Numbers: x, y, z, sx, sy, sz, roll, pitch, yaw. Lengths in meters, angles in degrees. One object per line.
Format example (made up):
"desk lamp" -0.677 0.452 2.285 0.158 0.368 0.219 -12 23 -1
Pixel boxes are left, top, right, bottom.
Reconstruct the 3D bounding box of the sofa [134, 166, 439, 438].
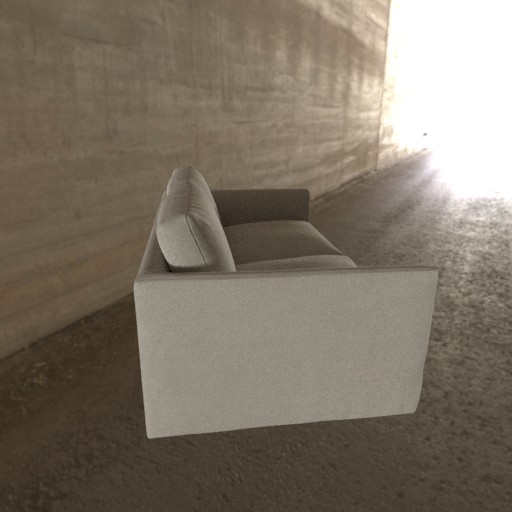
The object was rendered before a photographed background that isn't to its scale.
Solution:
"sofa" 0.000 0.000 2.474 1.091 0.839 1.905 -3 18 -8
